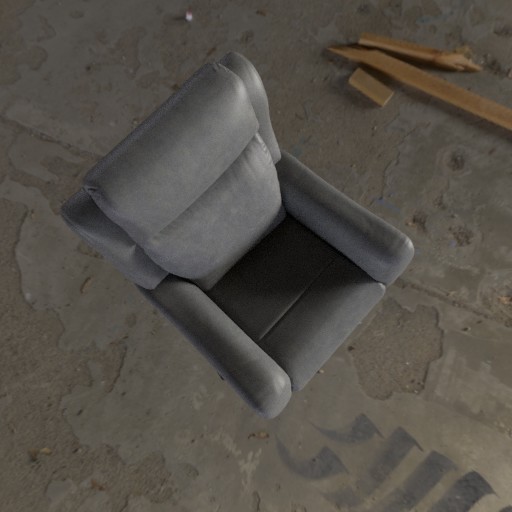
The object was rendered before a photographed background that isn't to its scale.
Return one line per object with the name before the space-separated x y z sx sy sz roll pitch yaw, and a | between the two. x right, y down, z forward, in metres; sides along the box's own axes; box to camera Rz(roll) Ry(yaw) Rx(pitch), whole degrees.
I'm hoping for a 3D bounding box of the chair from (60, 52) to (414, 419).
chair | 0.000 0.000 1.893 1.068 1.116 0.967 42 80 9
